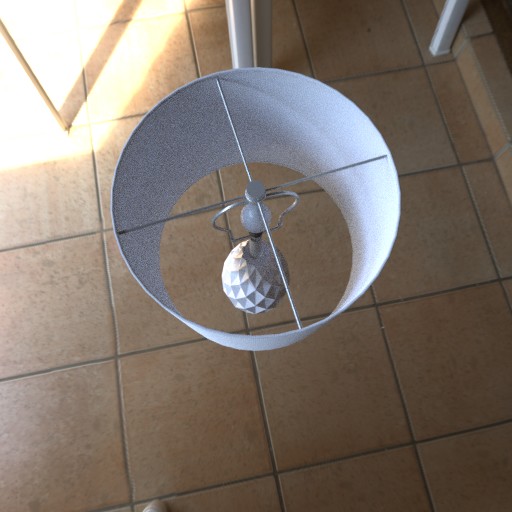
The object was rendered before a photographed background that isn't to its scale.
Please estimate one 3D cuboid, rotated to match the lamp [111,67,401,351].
[{"bbox_3d":[0.000,0.000,0.701,0.297,0.522,0.297,0,75,0],"label":"lamp"}]
